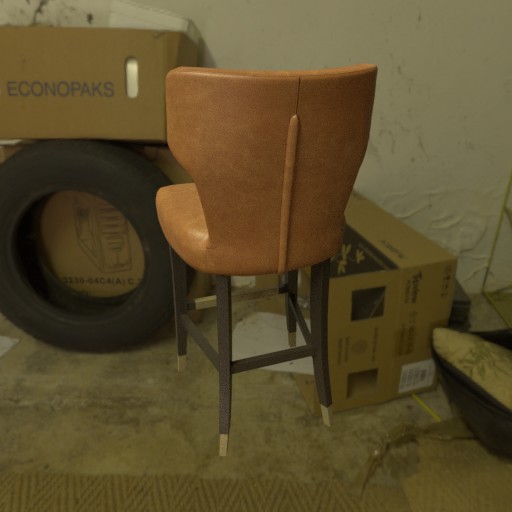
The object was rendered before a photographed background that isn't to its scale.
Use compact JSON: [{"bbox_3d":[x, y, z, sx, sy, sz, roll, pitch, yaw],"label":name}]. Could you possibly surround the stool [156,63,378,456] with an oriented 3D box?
[{"bbox_3d":[0.000,0.000,1.360,0.526,1.092,0.563,-9,27,-17],"label":"stool"}]
